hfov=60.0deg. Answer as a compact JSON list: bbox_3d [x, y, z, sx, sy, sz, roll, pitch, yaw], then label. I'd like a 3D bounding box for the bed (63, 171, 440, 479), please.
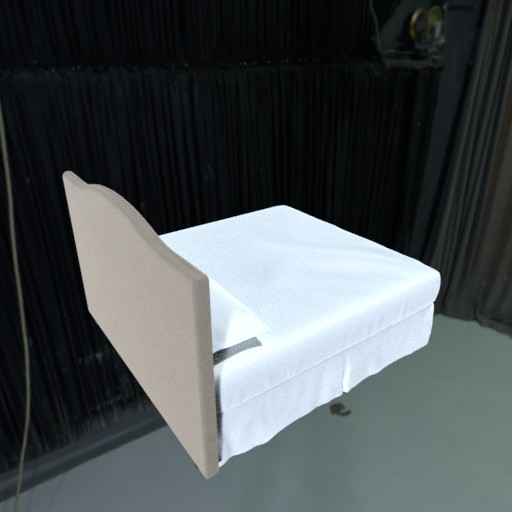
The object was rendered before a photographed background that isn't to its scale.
[{"bbox_3d":[0.000,0.000,3.470,2.182,1.421,2.083,-18,31,-32],"label":"bed"}]
